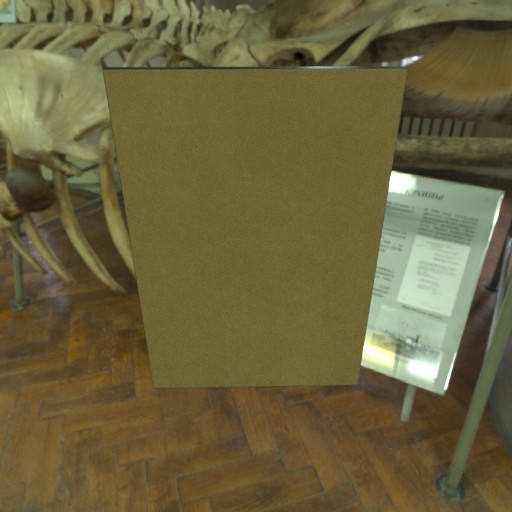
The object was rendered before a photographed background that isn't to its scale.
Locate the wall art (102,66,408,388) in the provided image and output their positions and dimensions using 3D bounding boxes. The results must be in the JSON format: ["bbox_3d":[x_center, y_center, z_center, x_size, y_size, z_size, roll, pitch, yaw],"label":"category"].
[{"bbox_3d":[0.000,0.000,0.577,0.314,0.455,0.019,-1,30,-1],"label":"wall art"}]
